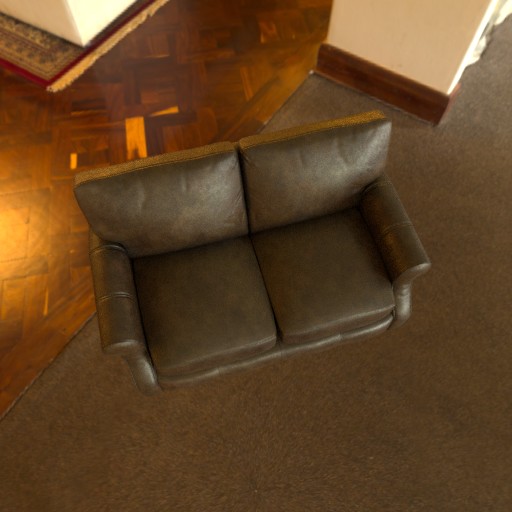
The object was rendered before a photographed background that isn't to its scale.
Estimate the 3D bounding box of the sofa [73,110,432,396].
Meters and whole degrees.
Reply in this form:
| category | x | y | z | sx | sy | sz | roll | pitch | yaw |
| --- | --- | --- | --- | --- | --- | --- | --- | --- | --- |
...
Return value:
| category | x | y | z | sx | sy | sz | roll | pitch | yaw |
| --- | --- | --- | --- | --- | --- | --- | --- | --- | --- |
| sofa | 0.000 | 0.000 | 2.291 | 1.616 | 0.976 | 0.990 | -14 | 63 | -7 |
